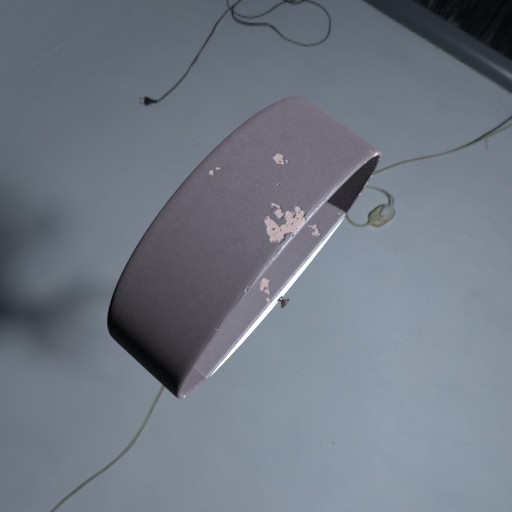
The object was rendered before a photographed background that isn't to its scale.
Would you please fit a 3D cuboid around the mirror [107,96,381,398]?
[{"bbox_3d":[0.000,0.000,0.575,0.126,0.386,0.386,39,78,10],"label":"mirror"}]
